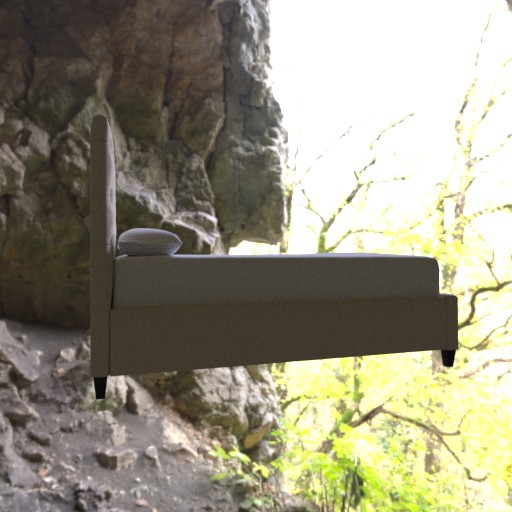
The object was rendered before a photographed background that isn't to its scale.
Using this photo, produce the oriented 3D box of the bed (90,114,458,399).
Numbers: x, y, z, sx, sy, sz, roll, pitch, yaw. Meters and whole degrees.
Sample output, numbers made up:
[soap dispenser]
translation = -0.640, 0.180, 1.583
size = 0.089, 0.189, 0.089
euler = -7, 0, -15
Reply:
[bed]
translation = 0.000, 0.000, 3.315
size = 2.233, 1.426, 1.696
euler = 0, 0, -17
